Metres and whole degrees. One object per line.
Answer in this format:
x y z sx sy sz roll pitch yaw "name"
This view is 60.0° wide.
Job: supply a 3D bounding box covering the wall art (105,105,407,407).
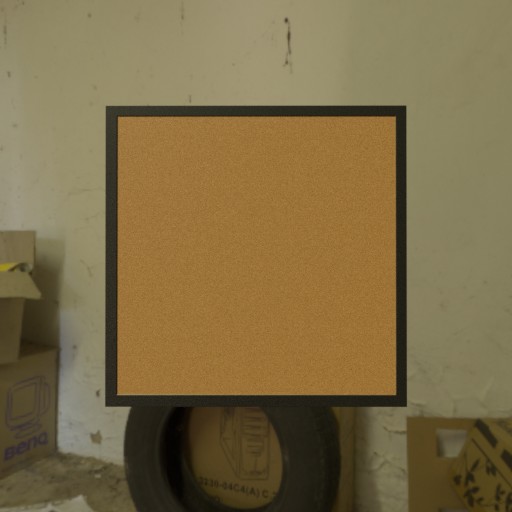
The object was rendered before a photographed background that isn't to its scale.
0.000 0.000 0.763 0.506 0.506 0.037 0 0 0 "wall art"
